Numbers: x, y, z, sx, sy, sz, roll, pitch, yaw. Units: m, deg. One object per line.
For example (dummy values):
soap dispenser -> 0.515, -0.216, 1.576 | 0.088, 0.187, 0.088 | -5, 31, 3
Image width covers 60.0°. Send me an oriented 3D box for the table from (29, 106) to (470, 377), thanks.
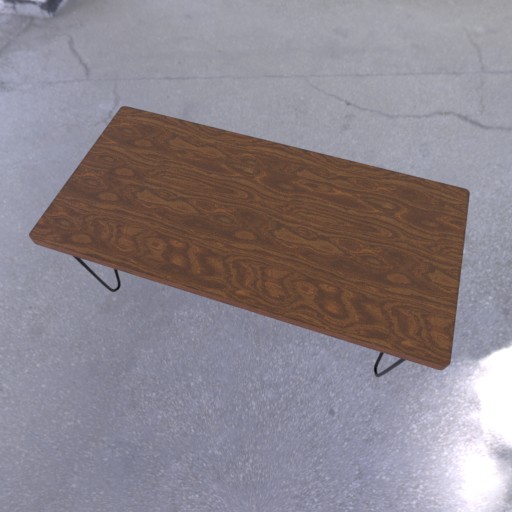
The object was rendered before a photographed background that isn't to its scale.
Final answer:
table -> 0.000, 0.000, 2.300 | 1.791, 0.753, 0.883 | 16, 60, 10
